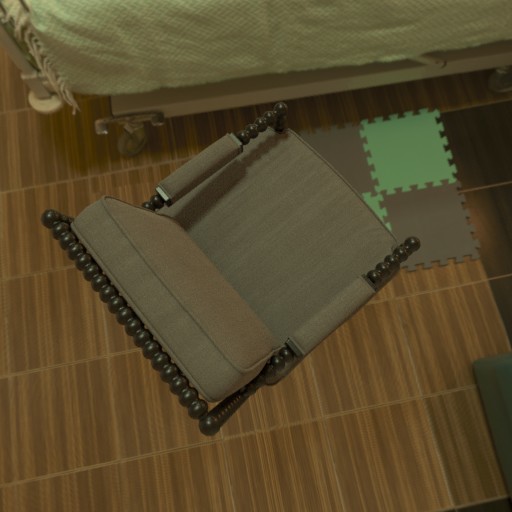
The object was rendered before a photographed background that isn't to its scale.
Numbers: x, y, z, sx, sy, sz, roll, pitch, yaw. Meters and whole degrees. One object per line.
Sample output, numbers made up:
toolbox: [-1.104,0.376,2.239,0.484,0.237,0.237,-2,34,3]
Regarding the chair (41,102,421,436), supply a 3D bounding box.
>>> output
chair: [0.000,0.000,1.108,0.622,0.661,0.540,-39,78,-10]
